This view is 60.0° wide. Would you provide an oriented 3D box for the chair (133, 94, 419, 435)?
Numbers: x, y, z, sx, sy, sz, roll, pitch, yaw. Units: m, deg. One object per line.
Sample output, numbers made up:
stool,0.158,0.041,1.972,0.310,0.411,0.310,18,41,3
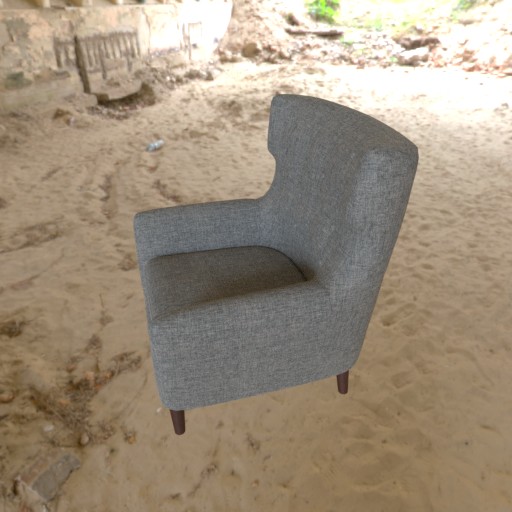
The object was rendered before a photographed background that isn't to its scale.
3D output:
chair,0.000,0.000,1.752,0.904,1.063,0.878,-9,31,-15
